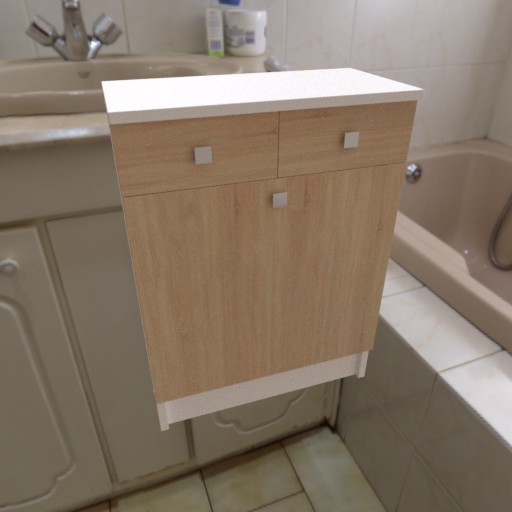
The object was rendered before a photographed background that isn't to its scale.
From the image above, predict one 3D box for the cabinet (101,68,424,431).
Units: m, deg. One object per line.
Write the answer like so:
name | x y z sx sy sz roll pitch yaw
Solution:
cabinet | 0.000 0.000 1.116 0.600 0.815 0.296 -10 32 -16
